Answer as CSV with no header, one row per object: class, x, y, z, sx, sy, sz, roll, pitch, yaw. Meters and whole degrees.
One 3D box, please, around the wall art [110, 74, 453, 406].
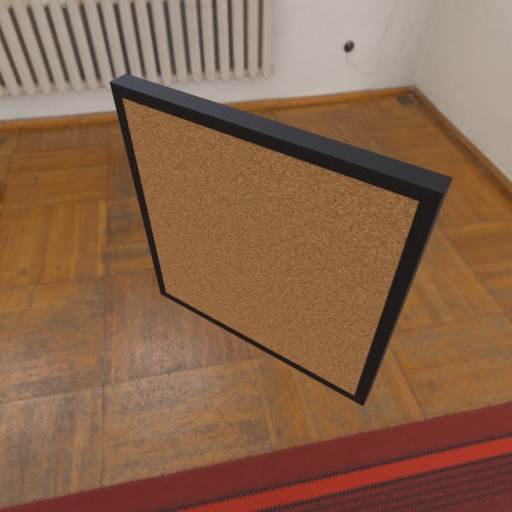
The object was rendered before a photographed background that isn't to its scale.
wall art,0.000,0.000,0.765,0.506,0.503,0.036,25,51,22
